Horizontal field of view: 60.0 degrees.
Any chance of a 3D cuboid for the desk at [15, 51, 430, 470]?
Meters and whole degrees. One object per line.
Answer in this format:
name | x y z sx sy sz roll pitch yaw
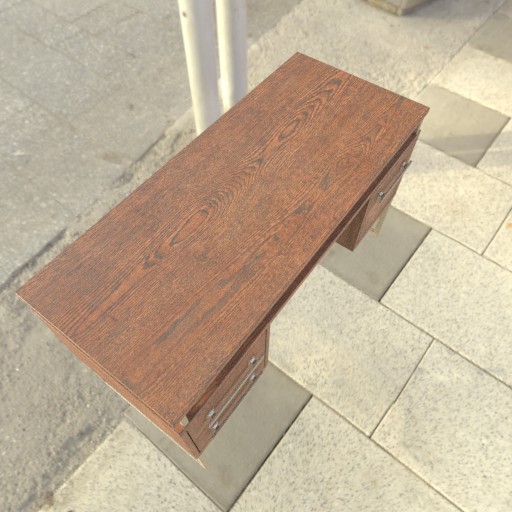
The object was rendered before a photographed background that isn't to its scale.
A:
desk | 0.000 0.000 1.739 0.610 0.792 1.384 32 63 19
